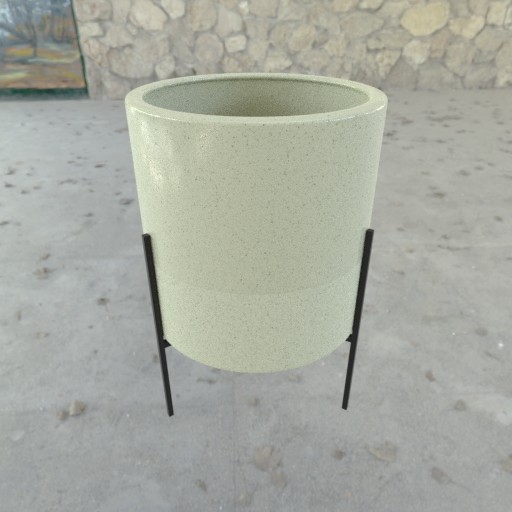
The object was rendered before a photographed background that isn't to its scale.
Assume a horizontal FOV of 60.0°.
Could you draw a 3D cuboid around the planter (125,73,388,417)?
[{"bbox_3d":[0.000,0.000,0.667,0.314,0.475,0.323,-1,30,-2],"label":"planter"}]
